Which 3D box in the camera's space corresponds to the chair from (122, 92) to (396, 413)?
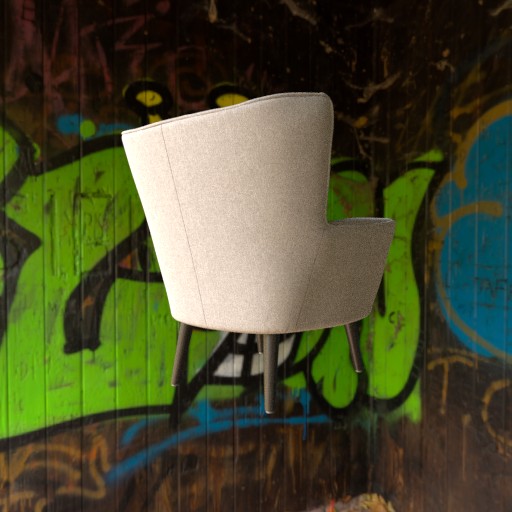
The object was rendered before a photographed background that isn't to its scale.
[{"bbox_3d":[0.000,0.000,1.624,0.781,0.933,0.888,1,2,37],"label":"chair"}]
